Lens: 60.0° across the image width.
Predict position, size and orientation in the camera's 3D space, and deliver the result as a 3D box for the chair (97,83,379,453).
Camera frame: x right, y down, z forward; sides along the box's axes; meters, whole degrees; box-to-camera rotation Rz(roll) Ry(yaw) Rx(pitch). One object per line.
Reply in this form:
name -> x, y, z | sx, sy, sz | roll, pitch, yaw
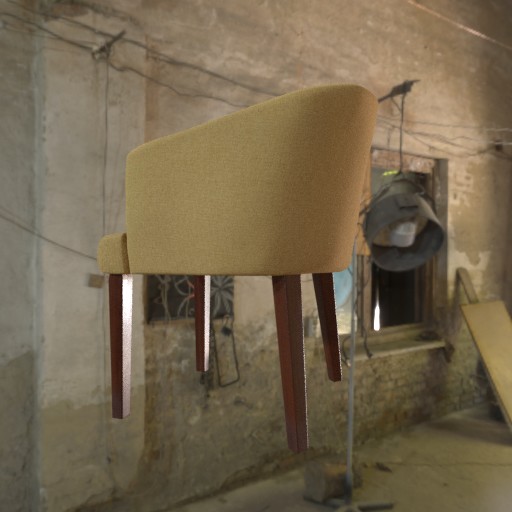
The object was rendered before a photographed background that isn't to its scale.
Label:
chair -> 0.000, 0.000, 1.233 | 0.655, 0.811, 0.583 | 0, 1, 20
